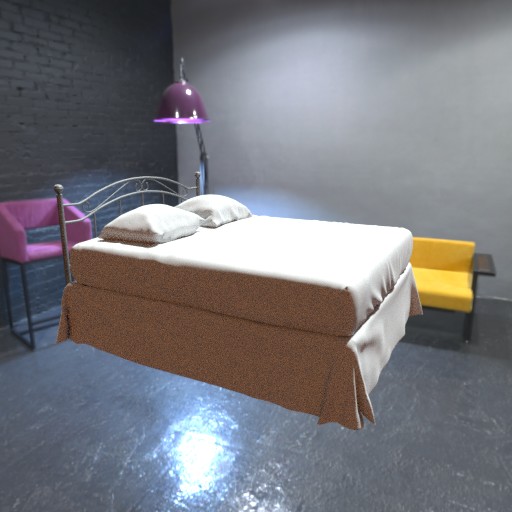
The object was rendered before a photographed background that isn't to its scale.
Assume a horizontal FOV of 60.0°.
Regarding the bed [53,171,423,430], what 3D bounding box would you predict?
[{"bbox_3d":[0.000,0.000,3.257,2.215,1.080,1.936,7,16,27],"label":"bed"}]
